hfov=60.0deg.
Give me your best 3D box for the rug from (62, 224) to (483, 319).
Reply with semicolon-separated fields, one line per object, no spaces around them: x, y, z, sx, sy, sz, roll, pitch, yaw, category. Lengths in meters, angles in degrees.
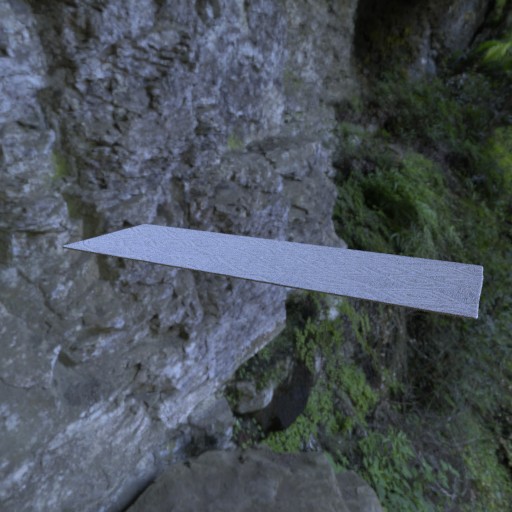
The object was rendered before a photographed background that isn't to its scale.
0.000;0.000;2.659;2.436;0.013;0.807;8;18;27;rug
